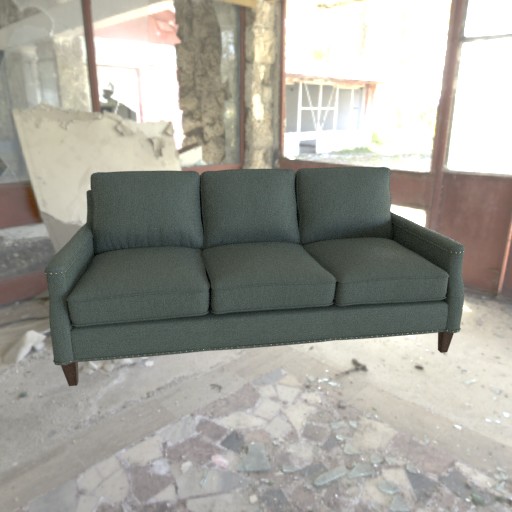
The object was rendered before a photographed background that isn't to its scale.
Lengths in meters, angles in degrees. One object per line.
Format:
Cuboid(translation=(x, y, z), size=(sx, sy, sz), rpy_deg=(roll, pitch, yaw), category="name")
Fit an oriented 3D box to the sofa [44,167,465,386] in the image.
Cuboid(translation=(0.000, 0.000, 2.781), size=(2.246, 1.003, 1.084), rpy_deg=(-3, 18, -9), category="sofa")
